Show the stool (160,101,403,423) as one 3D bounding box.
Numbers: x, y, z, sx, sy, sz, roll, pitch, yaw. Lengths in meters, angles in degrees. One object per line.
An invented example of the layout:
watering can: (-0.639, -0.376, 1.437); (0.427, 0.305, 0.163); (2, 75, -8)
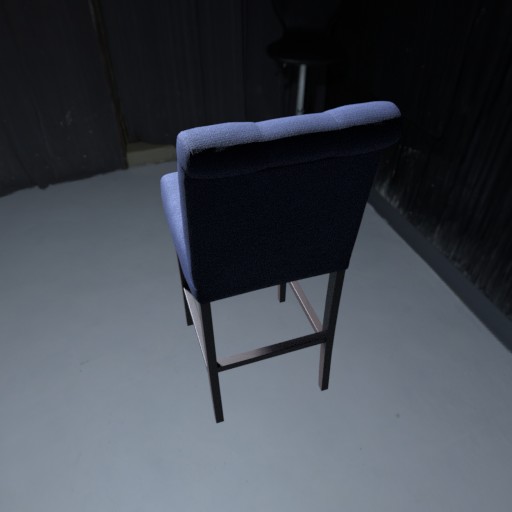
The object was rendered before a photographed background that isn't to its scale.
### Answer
stool: (0.000, 0.000, 1.413); (0.493, 1.140, 0.601); (-13, 44, -14)
